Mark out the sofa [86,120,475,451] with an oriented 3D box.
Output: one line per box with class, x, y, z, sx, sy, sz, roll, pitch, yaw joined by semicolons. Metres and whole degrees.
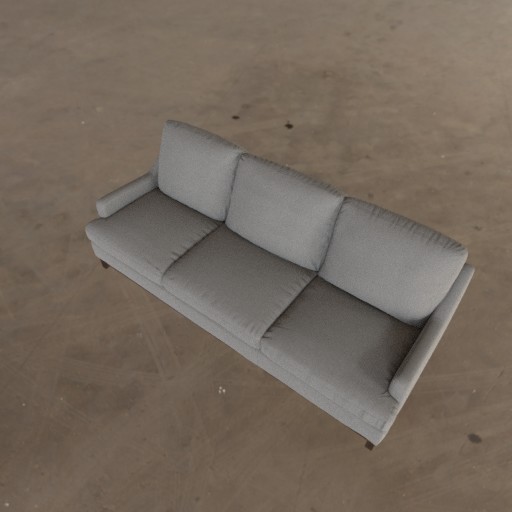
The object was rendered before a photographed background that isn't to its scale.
sofa;0.000;0.000;2.839;2.344;0.926;0.987;29;52;25
